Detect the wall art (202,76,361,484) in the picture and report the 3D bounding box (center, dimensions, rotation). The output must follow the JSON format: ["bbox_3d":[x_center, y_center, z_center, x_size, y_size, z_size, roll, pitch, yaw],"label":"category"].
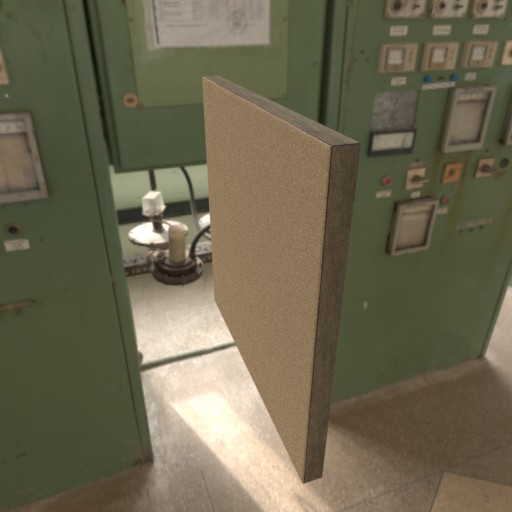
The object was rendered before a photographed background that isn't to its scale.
[{"bbox_3d":[0.000,0.000,1.108,0.050,0.751,0.749,-10,31,-17],"label":"wall art"}]
